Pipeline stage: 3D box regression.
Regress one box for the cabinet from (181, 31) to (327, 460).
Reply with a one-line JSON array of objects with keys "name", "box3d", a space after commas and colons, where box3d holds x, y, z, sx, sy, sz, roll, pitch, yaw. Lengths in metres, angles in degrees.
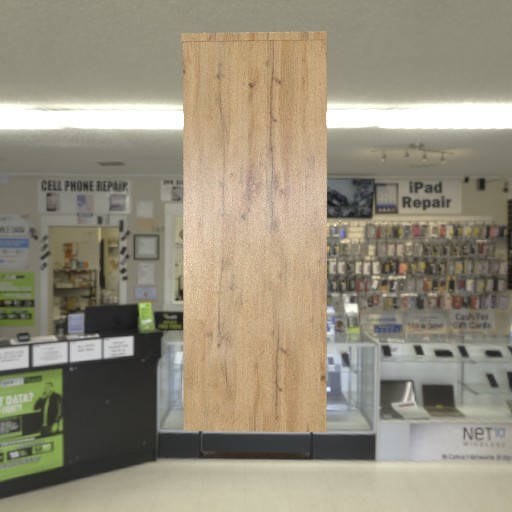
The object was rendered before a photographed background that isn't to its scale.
[{"name": "cabinet", "box3d": [0.000, 0.000, 1.965, 0.473, 1.397, 1.168, 0, 0, 2]}]
